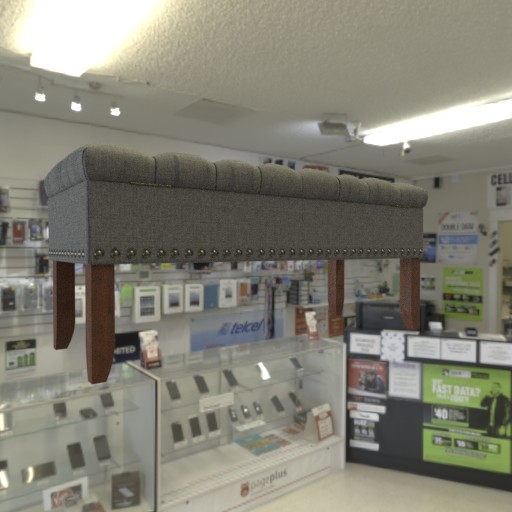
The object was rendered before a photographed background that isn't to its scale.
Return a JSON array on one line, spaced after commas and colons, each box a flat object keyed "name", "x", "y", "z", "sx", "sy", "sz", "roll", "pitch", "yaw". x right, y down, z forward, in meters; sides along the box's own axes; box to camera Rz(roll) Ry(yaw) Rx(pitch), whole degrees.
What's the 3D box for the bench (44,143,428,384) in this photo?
[{"name": "bench", "x": 0.000, "y": 0.000, "z": 1.275, "sx": 1.052, "sy": 0.470, "sz": 0.417, "roll": -1, "pitch": 1, "yaw": -35}]
